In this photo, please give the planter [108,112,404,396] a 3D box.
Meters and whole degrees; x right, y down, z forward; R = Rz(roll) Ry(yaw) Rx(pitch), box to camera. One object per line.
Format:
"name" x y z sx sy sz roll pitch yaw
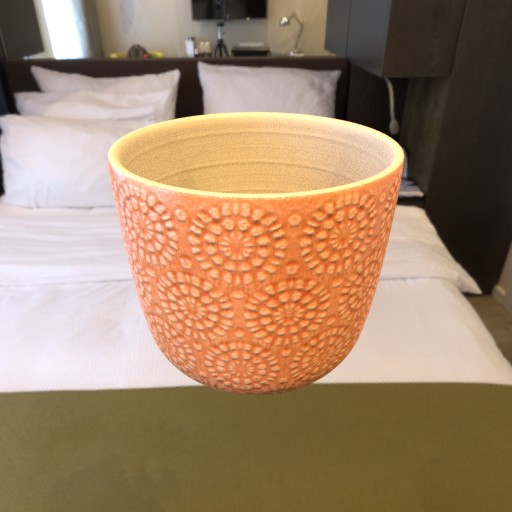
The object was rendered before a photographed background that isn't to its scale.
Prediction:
"planter" 0.000 0.000 0.369 0.208 0.190 0.208 0 30 0
